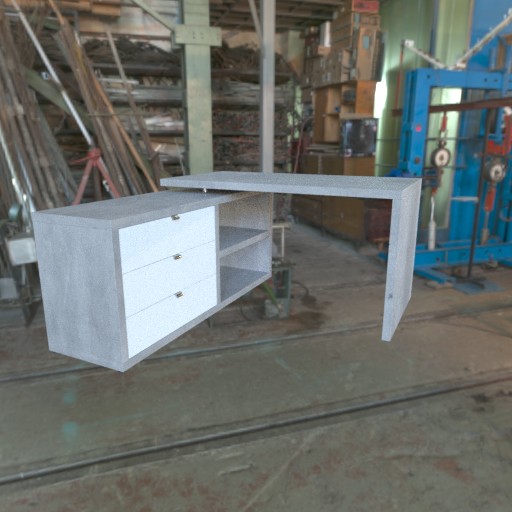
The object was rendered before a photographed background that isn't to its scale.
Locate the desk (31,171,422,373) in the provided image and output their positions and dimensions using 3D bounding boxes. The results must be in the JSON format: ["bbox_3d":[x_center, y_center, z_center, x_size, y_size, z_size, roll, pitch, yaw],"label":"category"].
[{"bbox_3d":[0.000,0.000,2.316,1.400,0.740,1.500,7,16,26],"label":"desk"}]
